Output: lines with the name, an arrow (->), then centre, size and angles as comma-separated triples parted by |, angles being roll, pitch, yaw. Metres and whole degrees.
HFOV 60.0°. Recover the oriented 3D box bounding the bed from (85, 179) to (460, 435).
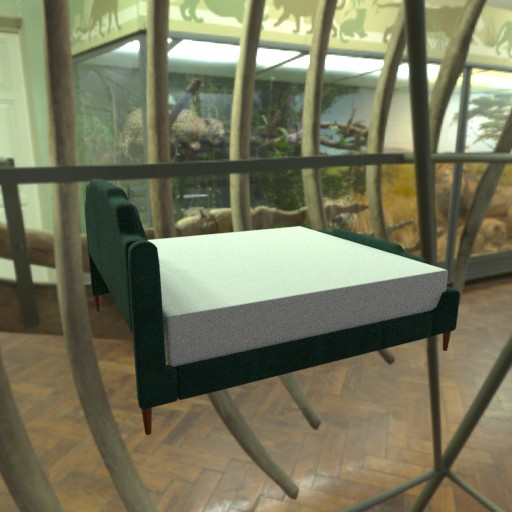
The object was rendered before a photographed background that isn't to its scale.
bed -> 0.000, 0.000, 3.558 | 2.340, 1.245, 2.074 | -7, 15, -25
